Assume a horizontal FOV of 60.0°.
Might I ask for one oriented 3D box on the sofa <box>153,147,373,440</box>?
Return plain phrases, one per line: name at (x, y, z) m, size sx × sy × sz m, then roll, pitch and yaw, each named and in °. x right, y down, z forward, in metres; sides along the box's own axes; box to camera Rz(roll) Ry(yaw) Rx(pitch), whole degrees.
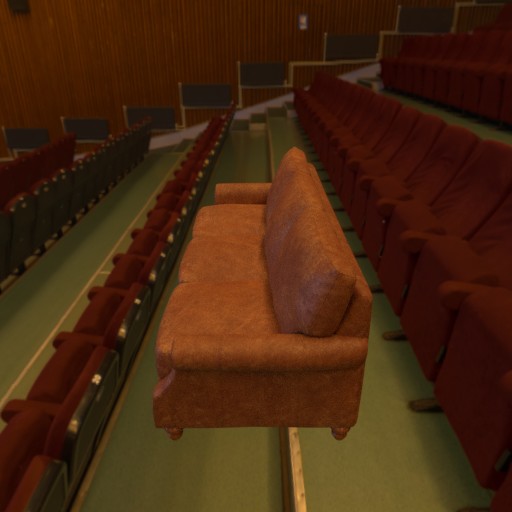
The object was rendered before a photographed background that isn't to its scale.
sofa at (0.000, 0.000, 2.892) m, size 0.973 × 0.977 × 2.351 m, roll 0°, pitch 26°, yaw 0°
